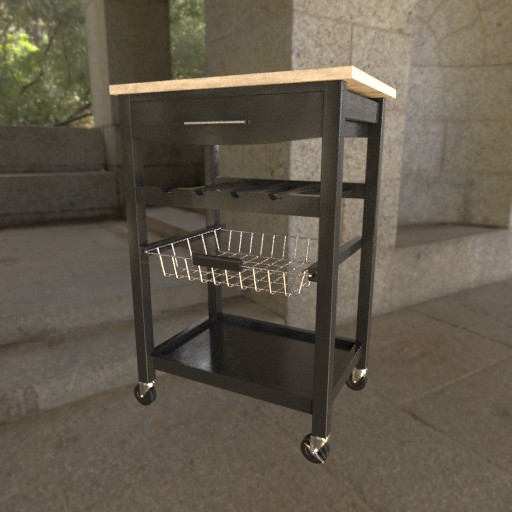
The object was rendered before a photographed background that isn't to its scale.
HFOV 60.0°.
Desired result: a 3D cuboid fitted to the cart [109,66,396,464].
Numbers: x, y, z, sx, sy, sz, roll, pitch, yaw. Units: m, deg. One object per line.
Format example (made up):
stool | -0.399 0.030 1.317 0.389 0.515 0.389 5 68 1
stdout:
cart | 0.000 0.000 1.173 0.584 0.839 0.403 7 16 27
